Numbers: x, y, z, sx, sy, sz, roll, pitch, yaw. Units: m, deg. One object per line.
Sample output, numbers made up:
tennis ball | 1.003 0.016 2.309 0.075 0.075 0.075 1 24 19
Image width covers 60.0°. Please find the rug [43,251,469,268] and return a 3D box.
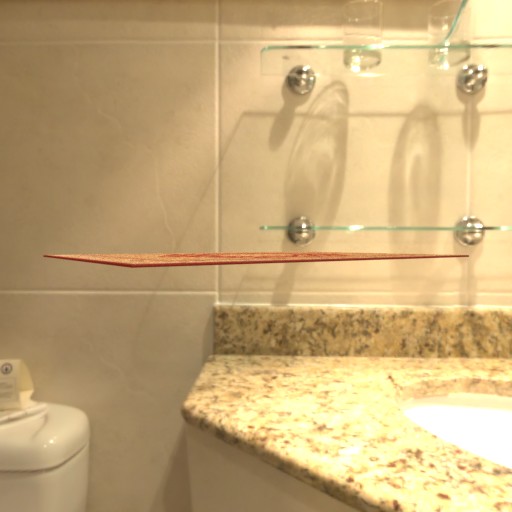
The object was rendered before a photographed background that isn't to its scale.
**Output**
rug | 0.000 0.000 2.835 2.211 0.013 1.593 -1 2 -36
